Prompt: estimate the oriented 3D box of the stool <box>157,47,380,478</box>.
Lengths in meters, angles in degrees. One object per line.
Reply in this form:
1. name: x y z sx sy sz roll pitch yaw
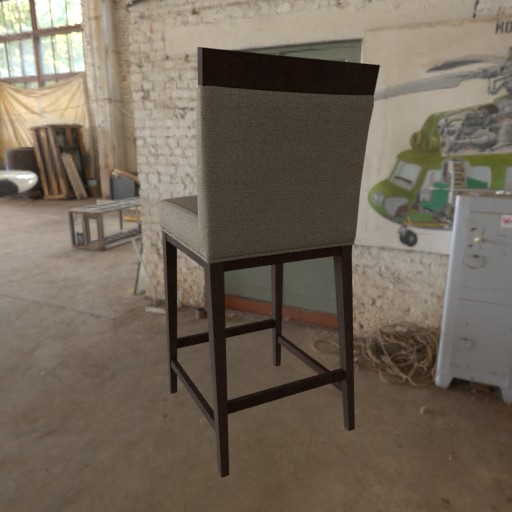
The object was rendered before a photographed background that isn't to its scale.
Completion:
1. stool: 0.000 0.000 1.416 0.511 1.117 0.531 -7 16 -26
